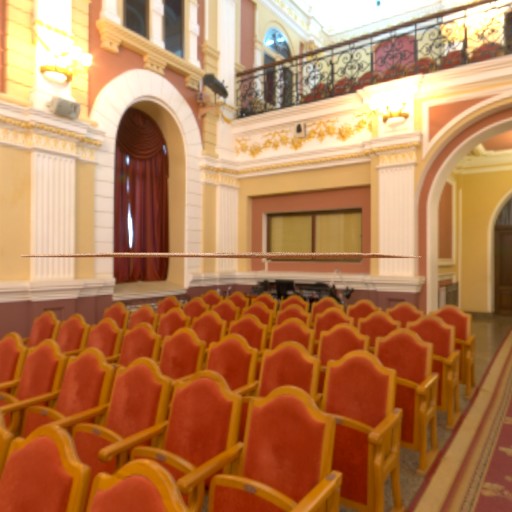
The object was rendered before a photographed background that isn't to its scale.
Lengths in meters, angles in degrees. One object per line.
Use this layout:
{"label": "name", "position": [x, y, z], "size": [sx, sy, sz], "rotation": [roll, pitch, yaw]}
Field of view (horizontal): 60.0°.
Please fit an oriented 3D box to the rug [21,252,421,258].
{"label": "rug", "position": [0.000, 0.000, 2.986], "size": [1.574, 0.029, 2.346], "rotation": [0, -1, 35]}
